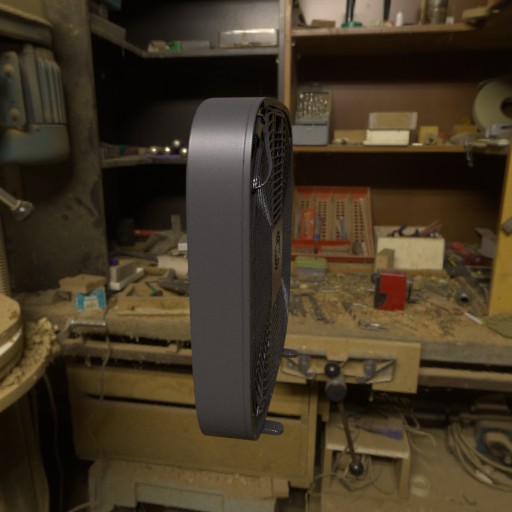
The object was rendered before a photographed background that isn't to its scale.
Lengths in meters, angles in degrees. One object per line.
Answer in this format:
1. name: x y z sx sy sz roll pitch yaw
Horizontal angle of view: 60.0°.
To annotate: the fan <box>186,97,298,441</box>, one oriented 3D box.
1. fan: 0.000 0.000 0.810 0.142 0.533 0.526 3 16 10
